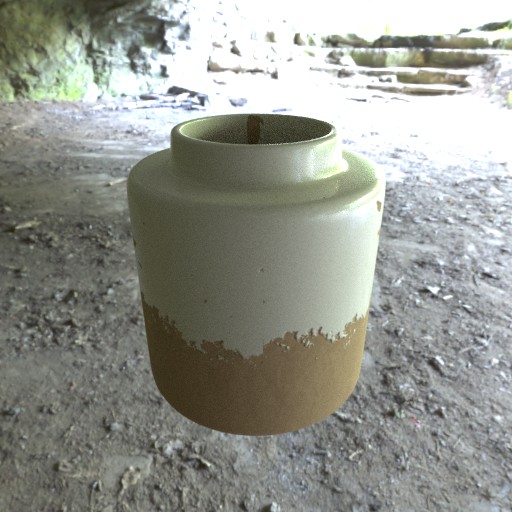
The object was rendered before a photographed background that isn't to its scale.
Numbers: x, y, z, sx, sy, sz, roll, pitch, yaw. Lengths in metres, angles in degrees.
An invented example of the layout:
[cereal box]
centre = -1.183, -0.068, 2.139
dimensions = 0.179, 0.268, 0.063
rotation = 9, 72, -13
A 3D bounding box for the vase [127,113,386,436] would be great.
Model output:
[vase]
centre = 0.000, 0.000, 0.293
dimensions = 0.153, 0.167, 0.153
rotation = 0, 27, 0
